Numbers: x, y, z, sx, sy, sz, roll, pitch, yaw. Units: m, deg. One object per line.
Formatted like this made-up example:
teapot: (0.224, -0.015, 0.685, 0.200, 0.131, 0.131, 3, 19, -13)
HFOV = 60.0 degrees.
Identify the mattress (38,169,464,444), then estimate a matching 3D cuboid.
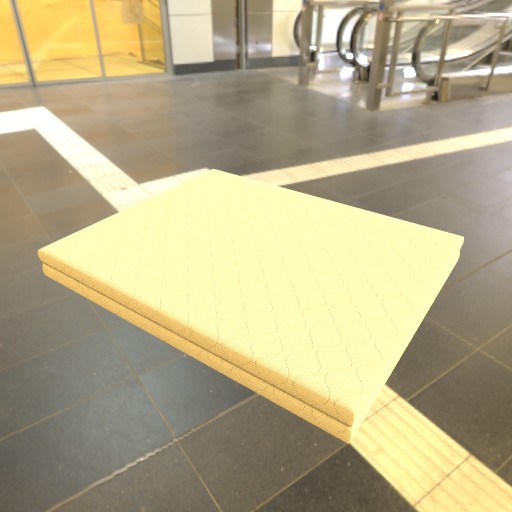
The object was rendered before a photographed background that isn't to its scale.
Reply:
mattress: (0.000, 0.000, 2.688, 2.000, 0.200, 1.600, 20, 37, 29)
